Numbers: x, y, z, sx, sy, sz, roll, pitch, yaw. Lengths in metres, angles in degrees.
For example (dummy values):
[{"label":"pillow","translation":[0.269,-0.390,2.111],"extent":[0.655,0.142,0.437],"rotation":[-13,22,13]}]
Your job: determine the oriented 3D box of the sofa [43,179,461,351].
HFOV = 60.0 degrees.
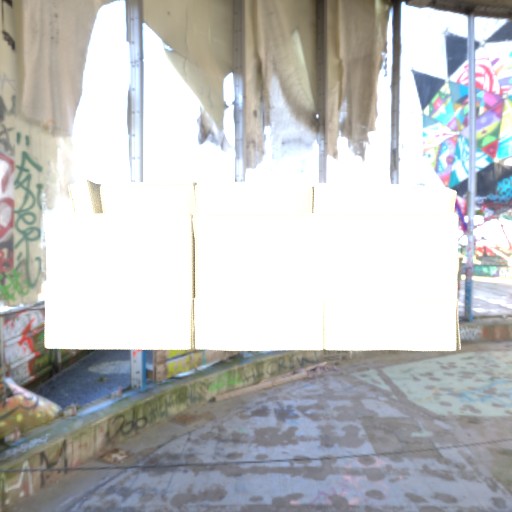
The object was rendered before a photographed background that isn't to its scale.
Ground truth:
[{"label":"sofa","translation":[0.000,0.000,3.982],"extent":[2.591,1.070,2.597],"rotation":[0,2,1]}]
